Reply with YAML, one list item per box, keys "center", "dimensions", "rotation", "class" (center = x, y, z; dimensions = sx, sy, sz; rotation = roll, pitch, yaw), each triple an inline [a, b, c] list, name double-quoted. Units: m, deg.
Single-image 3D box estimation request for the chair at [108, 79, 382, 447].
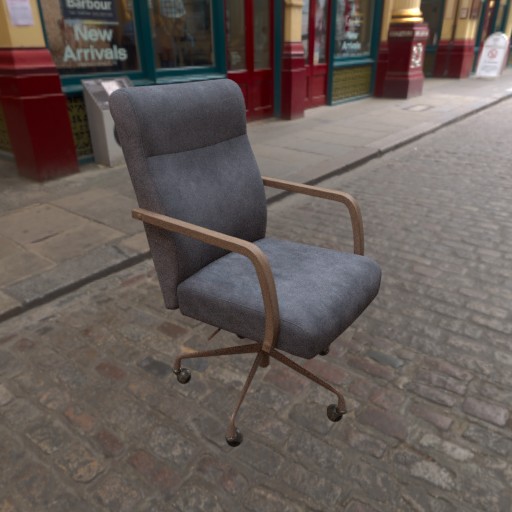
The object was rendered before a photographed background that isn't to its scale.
- center: [0.000, 0.000, 1.445]
  dimensions: [0.741, 1.029, 0.640]
  rotation: [18, 31, 33]
  class: "chair"
